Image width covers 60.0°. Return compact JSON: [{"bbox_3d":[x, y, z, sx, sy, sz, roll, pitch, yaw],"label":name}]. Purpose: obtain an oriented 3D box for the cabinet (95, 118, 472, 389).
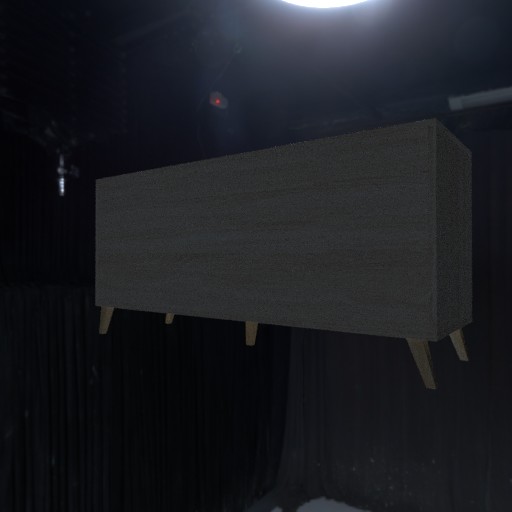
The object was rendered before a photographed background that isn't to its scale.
[{"bbox_3d":[0.000,0.000,1.955,1.649,0.780,0.500,0,-1,36],"label":"cabinet"}]
